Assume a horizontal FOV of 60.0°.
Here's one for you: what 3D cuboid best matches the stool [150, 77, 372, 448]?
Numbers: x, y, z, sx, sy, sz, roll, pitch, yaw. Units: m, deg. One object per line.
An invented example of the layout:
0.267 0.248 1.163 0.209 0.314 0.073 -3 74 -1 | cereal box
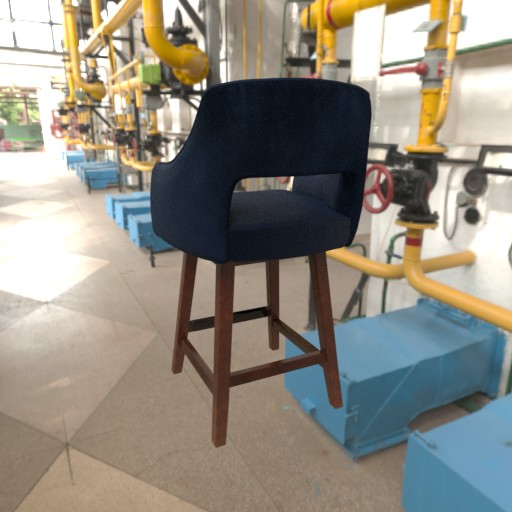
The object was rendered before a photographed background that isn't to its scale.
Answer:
0.000 0.000 1.319 0.550 0.940 0.560 -8 18 -25 | stool
